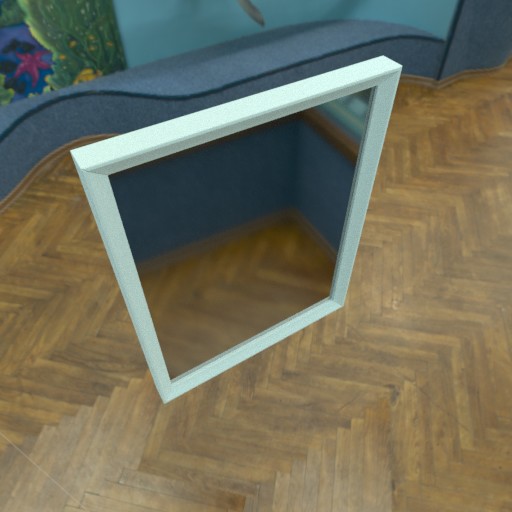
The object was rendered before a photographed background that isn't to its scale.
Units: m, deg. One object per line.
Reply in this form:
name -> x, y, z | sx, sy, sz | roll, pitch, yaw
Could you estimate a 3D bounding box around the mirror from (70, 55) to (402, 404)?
mirror -> 0.000, 0.000, 0.681 | 0.406, 0.509, 0.041 | -24, 52, -21
